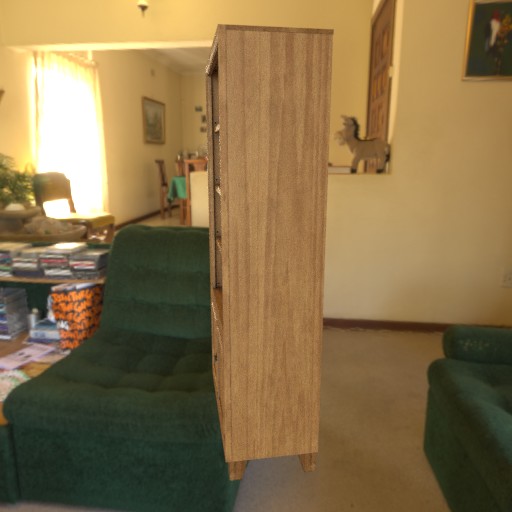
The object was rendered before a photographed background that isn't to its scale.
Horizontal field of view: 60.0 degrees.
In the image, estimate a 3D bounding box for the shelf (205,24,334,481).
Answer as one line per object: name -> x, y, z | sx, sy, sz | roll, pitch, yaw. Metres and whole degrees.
shelf -> 0.000, 0.000, 2.264 | 0.453, 1.930, 0.864 | -2, 13, -9
